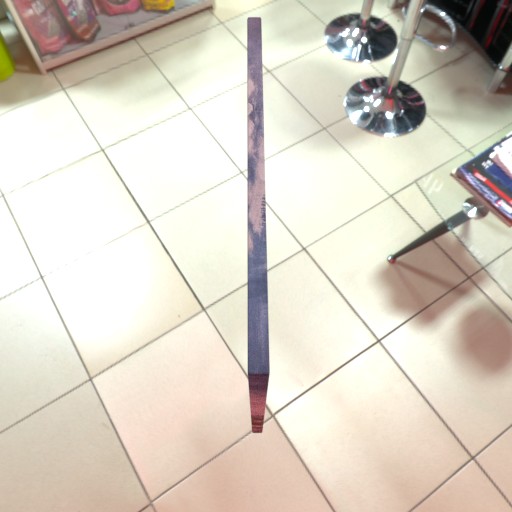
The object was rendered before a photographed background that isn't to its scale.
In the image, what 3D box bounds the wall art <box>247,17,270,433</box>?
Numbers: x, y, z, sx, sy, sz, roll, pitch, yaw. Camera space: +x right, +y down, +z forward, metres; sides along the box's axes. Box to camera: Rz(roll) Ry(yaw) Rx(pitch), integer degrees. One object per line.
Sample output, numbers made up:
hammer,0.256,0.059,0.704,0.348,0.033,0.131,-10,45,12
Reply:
wall art,0.000,0.000,1.485,0.040,1.020,1.010,0,63,0
